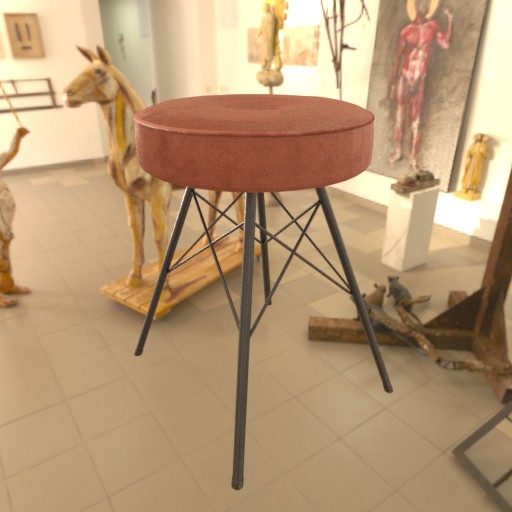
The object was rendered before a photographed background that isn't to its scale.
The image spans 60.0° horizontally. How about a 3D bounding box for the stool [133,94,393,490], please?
[{"bbox_3d":[0.000,0.000,0.895,0.421,0.593,0.457,-17,31,-32],"label":"stool"}]
